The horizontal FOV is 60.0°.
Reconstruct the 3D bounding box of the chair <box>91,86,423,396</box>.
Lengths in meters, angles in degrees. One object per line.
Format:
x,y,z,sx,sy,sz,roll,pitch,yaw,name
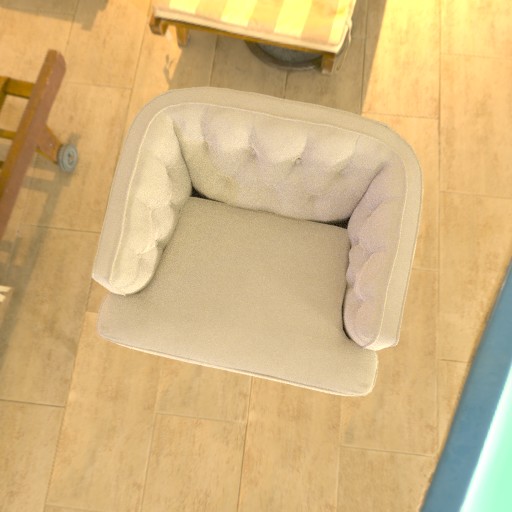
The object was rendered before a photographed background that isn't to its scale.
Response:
0.000,0.000,1.819,1.104,0.852,0.941,12,76,3,chair
